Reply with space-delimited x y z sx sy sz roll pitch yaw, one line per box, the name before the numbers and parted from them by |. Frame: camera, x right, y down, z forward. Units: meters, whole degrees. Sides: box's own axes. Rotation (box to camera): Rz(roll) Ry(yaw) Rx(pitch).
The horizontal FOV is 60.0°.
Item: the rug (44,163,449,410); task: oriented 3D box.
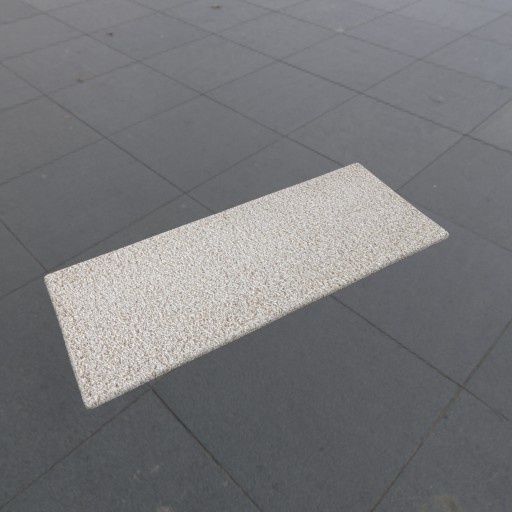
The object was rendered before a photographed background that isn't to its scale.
rug | 0.000 0.000 1.776 1.524 0.030 0.609 -22 50 -20
